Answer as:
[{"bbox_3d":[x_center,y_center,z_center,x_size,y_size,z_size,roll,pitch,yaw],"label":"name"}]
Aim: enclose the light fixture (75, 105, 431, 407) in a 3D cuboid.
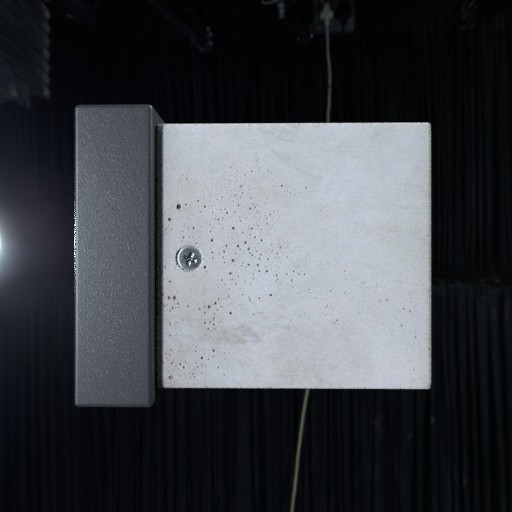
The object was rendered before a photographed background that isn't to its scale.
[{"bbox_3d":[0.000,0.000,0.235,0.143,0.121,0.121,0,0,1],"label":"light fixture"}]
